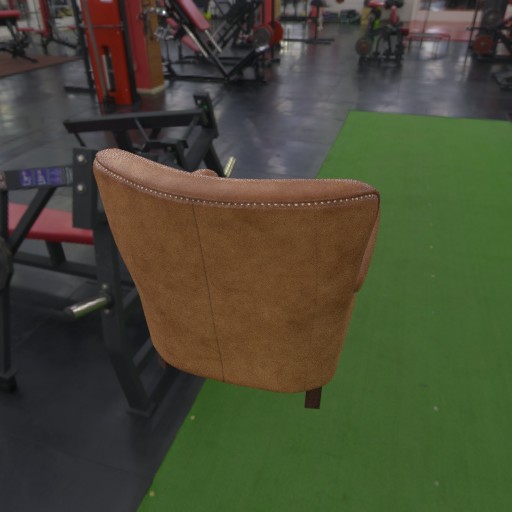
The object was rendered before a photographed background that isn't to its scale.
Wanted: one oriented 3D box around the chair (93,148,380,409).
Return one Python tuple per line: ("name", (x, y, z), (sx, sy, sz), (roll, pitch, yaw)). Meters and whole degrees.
("chair", (0.000, 0.000, 1.681), (0.861, 0.936, 0.921), (11, 34, 17))
